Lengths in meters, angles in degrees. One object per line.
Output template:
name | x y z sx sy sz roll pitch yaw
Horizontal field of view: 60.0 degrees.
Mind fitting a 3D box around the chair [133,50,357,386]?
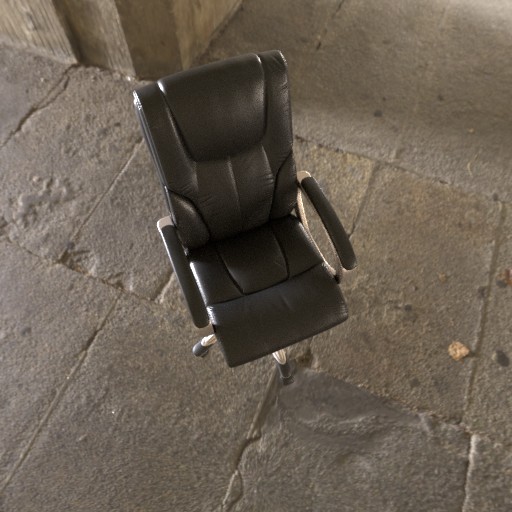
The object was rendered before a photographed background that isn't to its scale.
chair | 0.000 0.000 1.649 0.700 1.145 0.780 -20 65 -10
